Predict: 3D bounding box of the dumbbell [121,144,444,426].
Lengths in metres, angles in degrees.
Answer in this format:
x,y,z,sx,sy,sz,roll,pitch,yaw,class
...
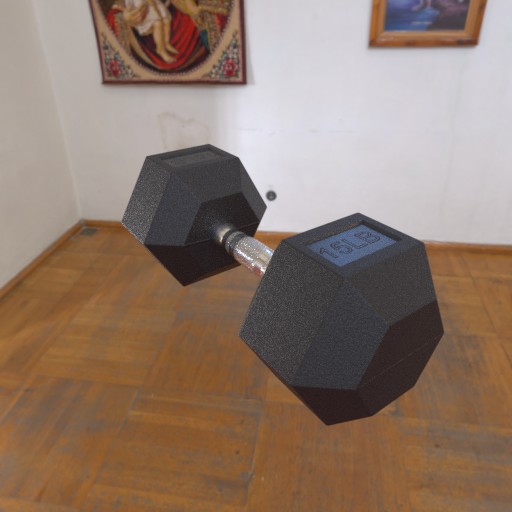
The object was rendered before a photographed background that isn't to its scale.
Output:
x,y,z,sx,sy,sz,roll,pitch,yaw,class
0.000,0.000,0.334,0.122,0.106,0.271,-20,36,-30,dumbbell
